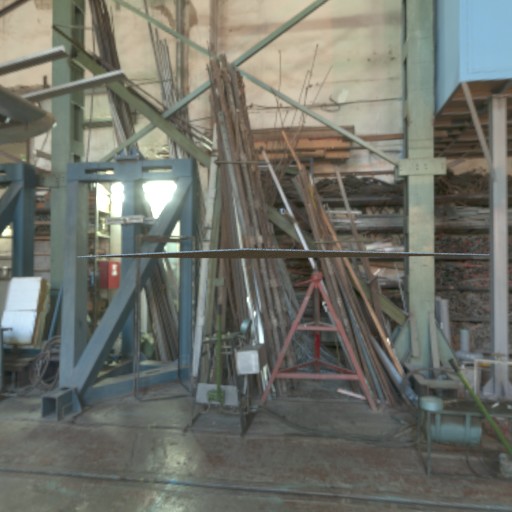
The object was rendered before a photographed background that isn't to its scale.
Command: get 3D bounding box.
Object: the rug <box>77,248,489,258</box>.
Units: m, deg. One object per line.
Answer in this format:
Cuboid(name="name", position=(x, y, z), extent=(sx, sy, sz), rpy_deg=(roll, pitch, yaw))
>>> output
Cuboid(name="rug", position=(0.000, 0.000, 4.191), extent=(2.443, 0.007, 3.200), rpy_deg=(1, -1, -36))
